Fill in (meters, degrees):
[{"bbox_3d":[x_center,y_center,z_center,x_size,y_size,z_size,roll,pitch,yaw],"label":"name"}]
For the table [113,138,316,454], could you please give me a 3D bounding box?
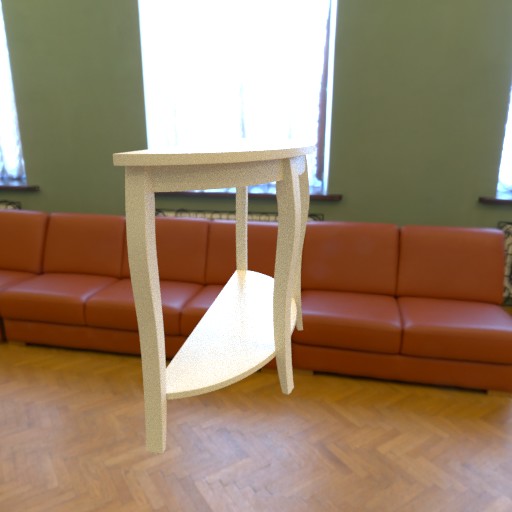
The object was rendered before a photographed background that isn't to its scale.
[{"bbox_3d":[0.000,0.000,1.585,0.394,0.780,1.219,3,17,10],"label":"table"}]
